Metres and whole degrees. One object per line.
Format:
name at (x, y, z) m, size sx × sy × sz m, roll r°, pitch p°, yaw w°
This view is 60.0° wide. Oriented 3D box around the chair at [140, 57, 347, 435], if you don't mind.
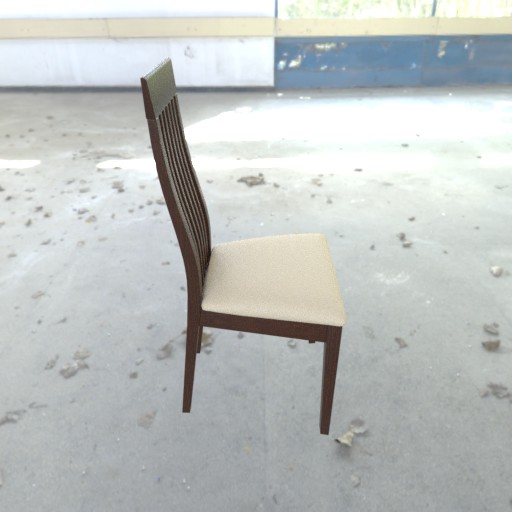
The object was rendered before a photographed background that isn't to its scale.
chair at (0.000, 0.000, 1.291) m, size 0.474 × 1.027 × 0.460 m, roll 0°, pitch 32°, yaw 1°
